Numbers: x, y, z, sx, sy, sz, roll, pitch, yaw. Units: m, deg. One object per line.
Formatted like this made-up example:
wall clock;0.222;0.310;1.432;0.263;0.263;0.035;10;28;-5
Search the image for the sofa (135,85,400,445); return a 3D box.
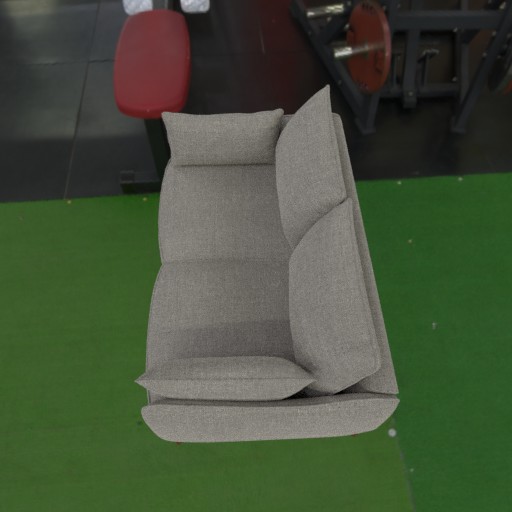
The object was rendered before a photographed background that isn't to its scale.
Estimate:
sofa;0.000;0.000;2.092;0.972;0.851;1.580;-2;58;-1
